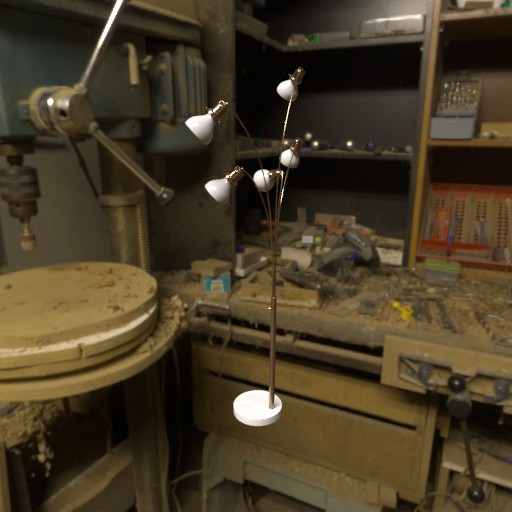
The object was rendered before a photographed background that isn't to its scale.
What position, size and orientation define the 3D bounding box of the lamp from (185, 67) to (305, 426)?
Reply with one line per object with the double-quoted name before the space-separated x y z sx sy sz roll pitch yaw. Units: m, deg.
"lamp" 0.000 0.000 2.948 0.361 2.423 1.405 8 18 25
